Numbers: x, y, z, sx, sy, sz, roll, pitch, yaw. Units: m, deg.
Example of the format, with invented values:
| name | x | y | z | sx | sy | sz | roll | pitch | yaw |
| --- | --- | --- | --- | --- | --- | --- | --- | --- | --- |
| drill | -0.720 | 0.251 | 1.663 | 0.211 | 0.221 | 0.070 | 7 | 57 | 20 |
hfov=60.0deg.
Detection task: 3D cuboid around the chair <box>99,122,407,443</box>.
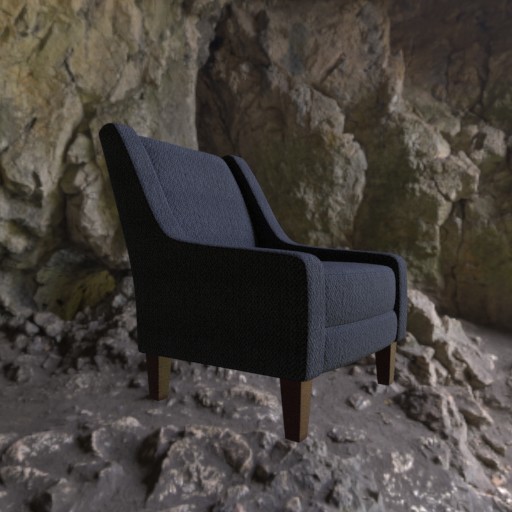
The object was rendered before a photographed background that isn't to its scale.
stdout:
| name | x | y | z | sx | sy | sz | roll | pitch | yaw |
| --- | --- | --- | --- | --- | --- | --- | --- | --- | --- |
| chair | 0.000 | 0.000 | 1.727 | 0.944 | 1.012 | 0.793 | 0 | 0 | 37 |
